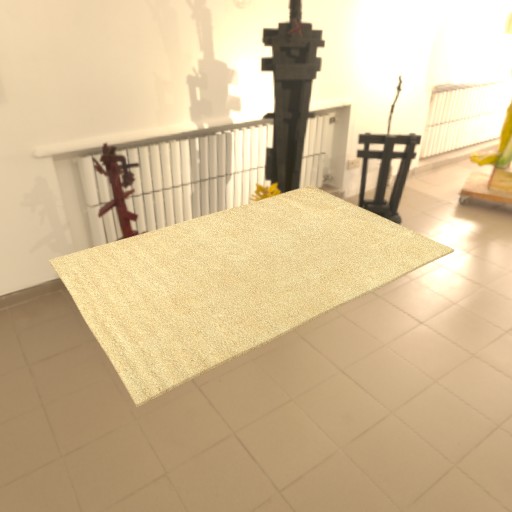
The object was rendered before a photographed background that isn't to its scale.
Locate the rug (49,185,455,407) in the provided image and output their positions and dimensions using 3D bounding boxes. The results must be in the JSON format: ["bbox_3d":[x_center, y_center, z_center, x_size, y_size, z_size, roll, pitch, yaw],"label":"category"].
[{"bbox_3d":[0.000,0.000,3.038,2.346,0.025,1.500,-20,36,-30],"label":"rug"}]
